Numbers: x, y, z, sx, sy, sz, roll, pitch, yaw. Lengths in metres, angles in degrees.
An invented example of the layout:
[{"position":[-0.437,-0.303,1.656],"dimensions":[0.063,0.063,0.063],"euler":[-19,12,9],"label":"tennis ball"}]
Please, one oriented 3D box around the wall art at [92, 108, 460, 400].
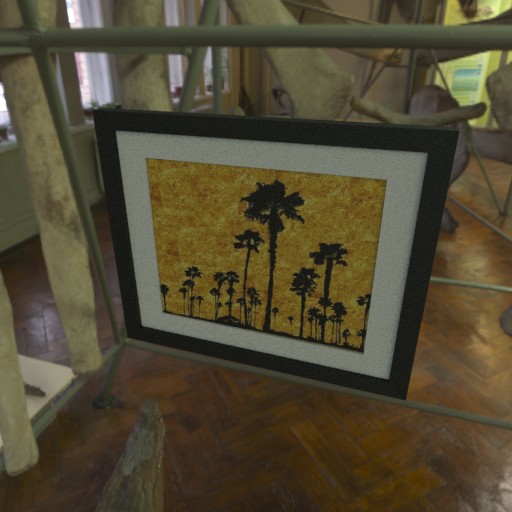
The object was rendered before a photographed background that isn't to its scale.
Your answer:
[{"position":[0.000,0.000,0.762],"dimensions":[0.561,0.460,0.028],"euler":[8,27,17],"label":"wall art"}]
